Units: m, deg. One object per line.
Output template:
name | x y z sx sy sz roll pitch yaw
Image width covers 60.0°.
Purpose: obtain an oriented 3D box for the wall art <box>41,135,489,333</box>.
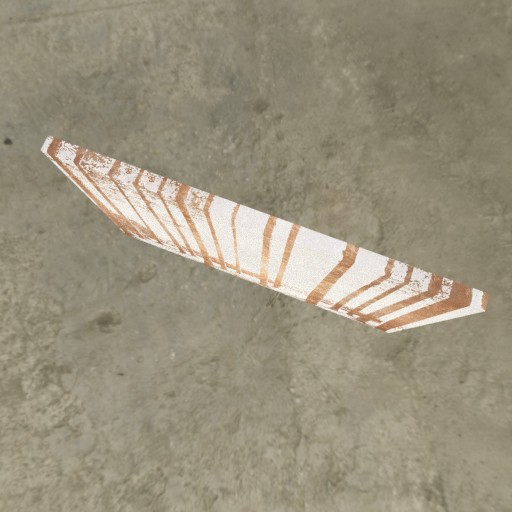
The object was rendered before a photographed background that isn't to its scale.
wall art | 0.000 0.000 1.152 0.914 0.609 0.035 20 77 5
